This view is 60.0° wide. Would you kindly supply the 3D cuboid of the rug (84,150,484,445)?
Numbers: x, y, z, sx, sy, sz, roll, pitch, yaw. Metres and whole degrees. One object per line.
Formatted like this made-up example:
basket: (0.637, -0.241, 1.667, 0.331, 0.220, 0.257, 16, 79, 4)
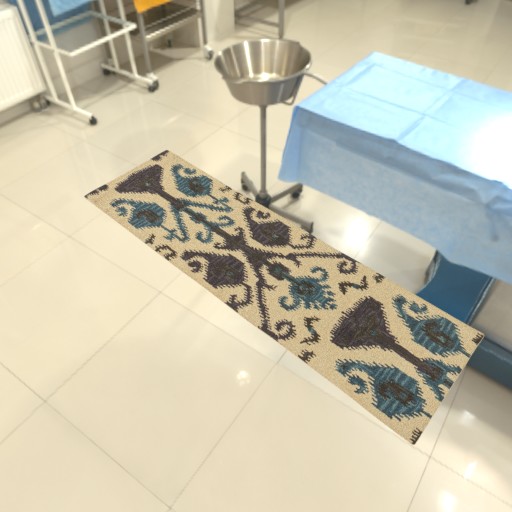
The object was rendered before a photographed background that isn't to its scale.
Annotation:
rug: (0.000, 0.000, 2.450, 2.301, 0.017, 0.692, 33, 56, 27)
